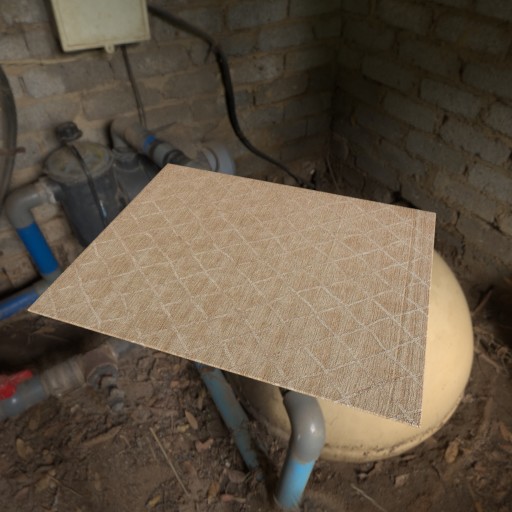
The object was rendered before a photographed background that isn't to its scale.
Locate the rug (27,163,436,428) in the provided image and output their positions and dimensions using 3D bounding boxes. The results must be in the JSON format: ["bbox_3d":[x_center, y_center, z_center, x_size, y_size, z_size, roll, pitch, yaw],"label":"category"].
[{"bbox_3d":[0.000,0.000,4.030,3.039,0.019,2.420,13,43,14],"label":"rug"}]
